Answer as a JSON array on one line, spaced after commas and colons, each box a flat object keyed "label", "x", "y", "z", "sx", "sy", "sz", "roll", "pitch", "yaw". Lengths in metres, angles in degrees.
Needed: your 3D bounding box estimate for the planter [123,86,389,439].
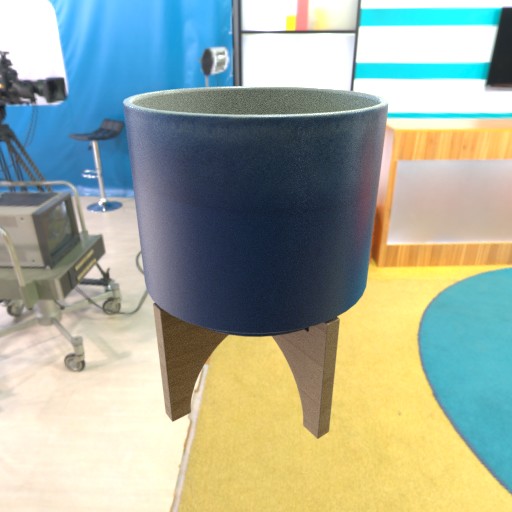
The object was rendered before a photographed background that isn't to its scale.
[{"label": "planter", "x": 0.000, "y": 0.000, "z": 0.388, "sx": 0.192, "sy": 0.263, "sz": 0.192, "roll": 0, "pitch": 26, "yaw": 0}]
